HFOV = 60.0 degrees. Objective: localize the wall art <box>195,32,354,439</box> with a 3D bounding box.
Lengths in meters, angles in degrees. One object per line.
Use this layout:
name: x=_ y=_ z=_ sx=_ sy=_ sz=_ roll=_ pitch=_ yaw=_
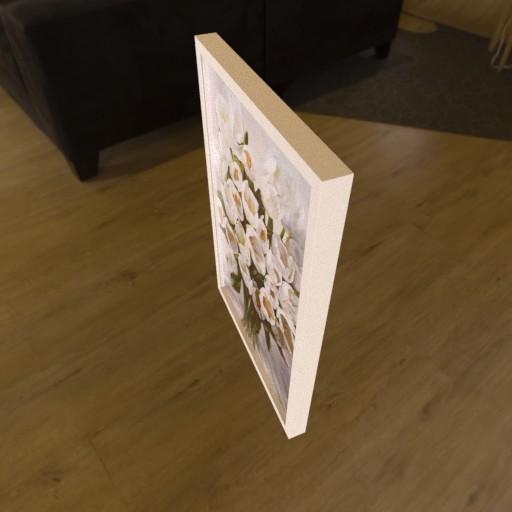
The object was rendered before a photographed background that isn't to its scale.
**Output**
wall art: x=0.000 y=0.000 z=0.845 sx=0.038 sy=0.657 sz=0.450 roll=-17 pitch=48 yaw=-16
